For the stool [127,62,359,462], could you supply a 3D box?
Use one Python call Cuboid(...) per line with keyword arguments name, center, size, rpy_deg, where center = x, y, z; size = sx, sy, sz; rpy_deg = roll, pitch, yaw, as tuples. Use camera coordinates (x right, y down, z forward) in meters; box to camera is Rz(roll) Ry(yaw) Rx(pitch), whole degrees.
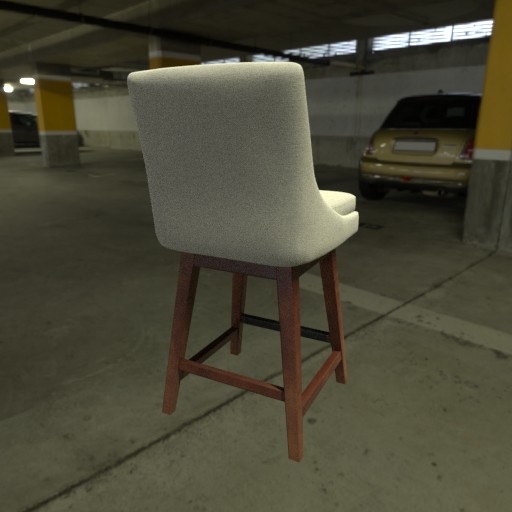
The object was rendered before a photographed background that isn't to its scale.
Cuboid(name="stool", center=(0.000, 0.000, 1.310), size=(0.469, 0.991, 0.559), rpy_deg=(9, 19, 26))
